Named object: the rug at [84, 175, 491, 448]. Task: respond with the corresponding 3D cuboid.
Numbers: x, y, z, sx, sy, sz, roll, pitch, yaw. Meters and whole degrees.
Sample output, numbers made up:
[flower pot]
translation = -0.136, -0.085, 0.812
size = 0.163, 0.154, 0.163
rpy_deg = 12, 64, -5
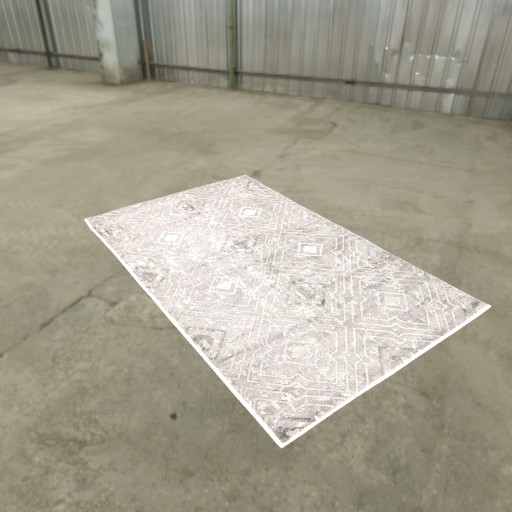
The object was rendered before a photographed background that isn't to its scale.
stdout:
[rug]
translation = 0.000, 0.000, 2.976
size = 1.537, 0.036, 2.447
rpy_deg = -21, 38, -30
